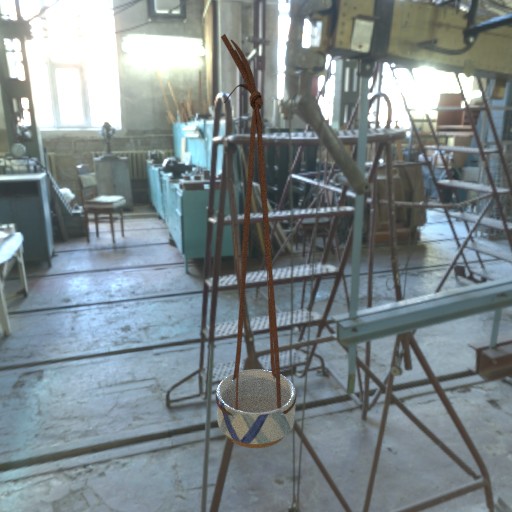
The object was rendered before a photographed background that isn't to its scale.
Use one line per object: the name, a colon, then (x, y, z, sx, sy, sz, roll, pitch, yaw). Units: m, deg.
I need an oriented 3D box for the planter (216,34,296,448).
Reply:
planter: (0.000, 0.000, 0.831, 0.166, 0.751, 0.166, 8, 18, 26)
